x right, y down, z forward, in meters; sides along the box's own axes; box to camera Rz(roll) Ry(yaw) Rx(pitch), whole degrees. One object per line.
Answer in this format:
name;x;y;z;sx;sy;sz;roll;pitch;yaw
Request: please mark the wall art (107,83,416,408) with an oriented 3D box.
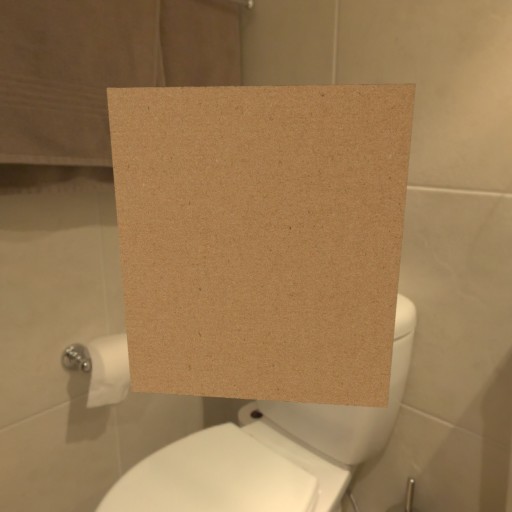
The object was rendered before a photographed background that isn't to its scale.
wall art;0.000;0.000;1.201;0.755;0.863;0.028;2;15;6
